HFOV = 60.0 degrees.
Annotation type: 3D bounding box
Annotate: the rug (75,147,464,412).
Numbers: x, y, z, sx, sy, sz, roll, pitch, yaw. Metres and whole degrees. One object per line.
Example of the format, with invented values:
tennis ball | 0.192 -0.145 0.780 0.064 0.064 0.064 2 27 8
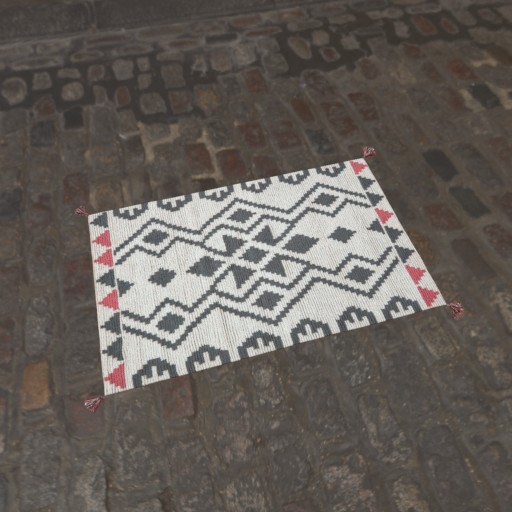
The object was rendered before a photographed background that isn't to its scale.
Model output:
rug | 0.000 0.000 3.393 2.672 0.066 1.741 -13 58 -8
